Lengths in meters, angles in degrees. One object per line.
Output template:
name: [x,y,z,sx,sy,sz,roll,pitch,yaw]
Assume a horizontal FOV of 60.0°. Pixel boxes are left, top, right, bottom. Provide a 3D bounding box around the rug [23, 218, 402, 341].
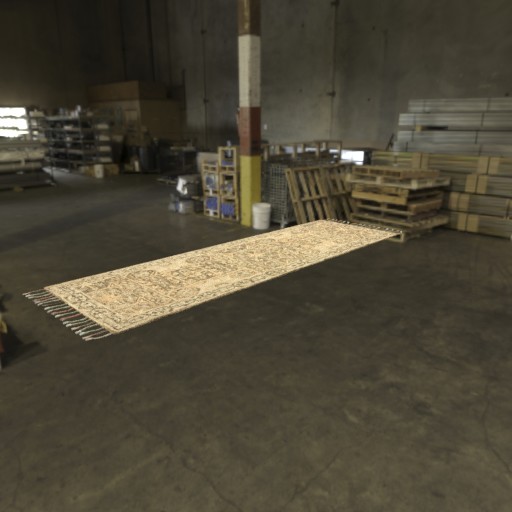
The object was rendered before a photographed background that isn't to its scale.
rug: [0.000,0.000,2.929,0.762,0.011,2.664,16,23,42]
